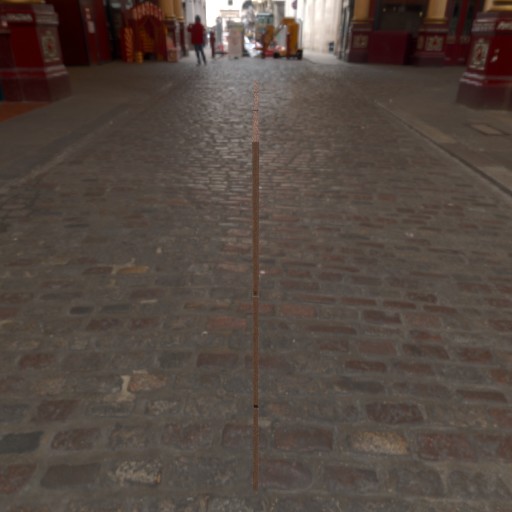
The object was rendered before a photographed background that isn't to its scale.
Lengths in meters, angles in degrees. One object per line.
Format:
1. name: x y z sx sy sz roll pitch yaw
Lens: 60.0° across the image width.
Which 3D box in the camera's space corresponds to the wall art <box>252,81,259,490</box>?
1. wall art: 0.000 0.000 1.861 0.017 1.246 1.256 0 27 0
